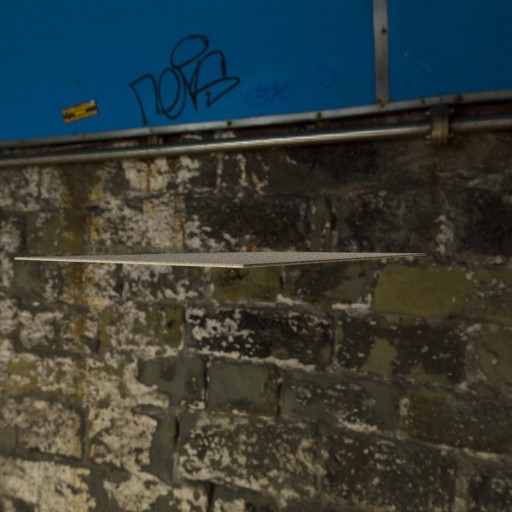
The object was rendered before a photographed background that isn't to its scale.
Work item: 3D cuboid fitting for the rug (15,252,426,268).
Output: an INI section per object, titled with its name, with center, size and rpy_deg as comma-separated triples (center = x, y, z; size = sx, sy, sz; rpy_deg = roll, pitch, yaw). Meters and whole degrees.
[rug]
center = 0.000, 0.000, 2.269
size = 1.219, 0.010, 1.829
rpy_deg = 1, 2, 35
